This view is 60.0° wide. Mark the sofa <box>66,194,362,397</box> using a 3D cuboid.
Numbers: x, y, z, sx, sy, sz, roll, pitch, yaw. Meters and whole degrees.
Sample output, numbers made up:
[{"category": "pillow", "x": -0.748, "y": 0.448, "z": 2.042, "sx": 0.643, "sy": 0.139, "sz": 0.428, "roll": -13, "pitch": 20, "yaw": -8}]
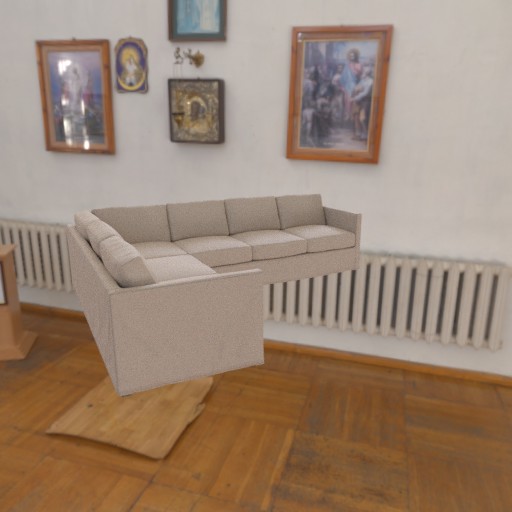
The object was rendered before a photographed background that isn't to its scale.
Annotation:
[{"category": "sofa", "x": 0.000, "y": 0.000, "z": 4.326, "sx": 3.182, "sy": 0.871, "sz": 2.432, "roll": -8, "pitch": 17, "yaw": -27}]
